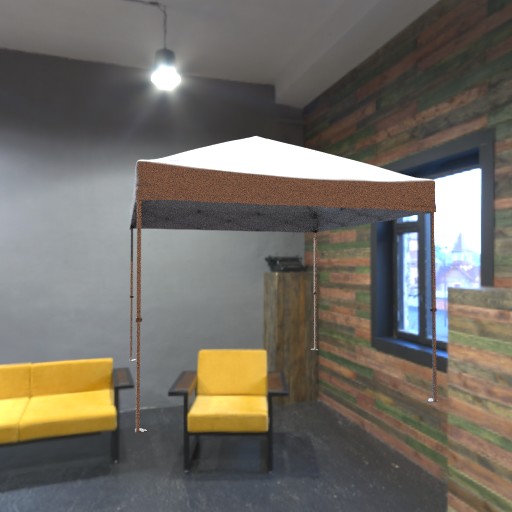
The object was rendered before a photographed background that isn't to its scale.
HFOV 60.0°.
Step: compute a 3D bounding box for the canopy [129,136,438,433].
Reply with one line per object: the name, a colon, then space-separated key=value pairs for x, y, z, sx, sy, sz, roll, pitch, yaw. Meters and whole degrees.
canopy: x=0.000 y=0.000 z=5.521 sx=2.998 sy=2.997 sz=2.996 roll=0 pitch=-1 yaw=-17
